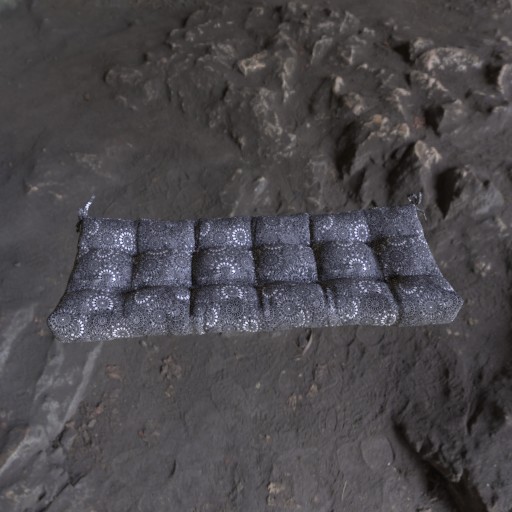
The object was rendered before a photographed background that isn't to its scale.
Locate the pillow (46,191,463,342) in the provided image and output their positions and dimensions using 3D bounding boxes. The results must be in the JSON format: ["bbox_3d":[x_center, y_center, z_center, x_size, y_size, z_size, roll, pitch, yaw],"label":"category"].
[{"bbox_3d":[0.000,0.000,1.368,1.194,0.174,0.511,-2,47,-2],"label":"pillow"}]
